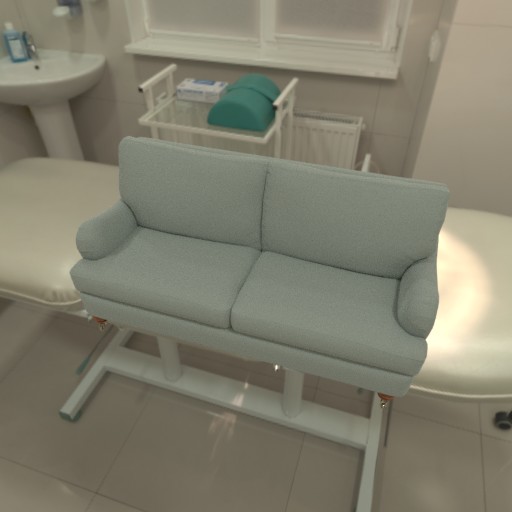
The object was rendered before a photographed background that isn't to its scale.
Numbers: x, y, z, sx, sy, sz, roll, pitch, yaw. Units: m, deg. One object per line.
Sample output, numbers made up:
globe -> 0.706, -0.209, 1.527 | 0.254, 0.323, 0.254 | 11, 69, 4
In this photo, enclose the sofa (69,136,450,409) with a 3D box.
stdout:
sofa -> 0.000, 0.000, 2.868 | 2.193, 1.096, 1.069 | 12, 42, 13
